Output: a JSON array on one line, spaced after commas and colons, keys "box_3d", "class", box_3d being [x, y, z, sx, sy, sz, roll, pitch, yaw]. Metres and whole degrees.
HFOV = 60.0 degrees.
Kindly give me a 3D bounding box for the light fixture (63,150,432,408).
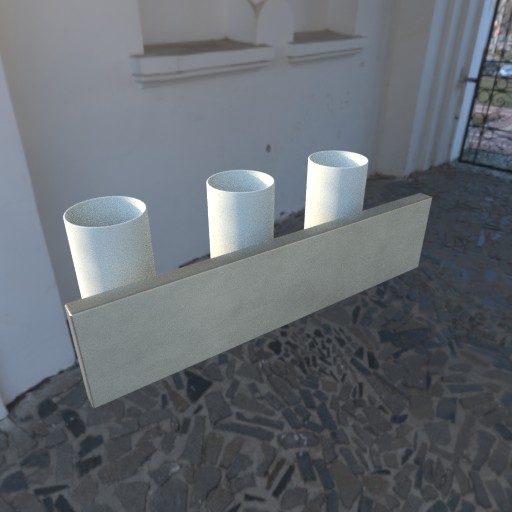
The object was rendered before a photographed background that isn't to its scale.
[{"box_3d": [0.000, 0.000, 0.536, 0.451, 0.172, 0.145, -18, 34, -29], "class": "light fixture"}]
